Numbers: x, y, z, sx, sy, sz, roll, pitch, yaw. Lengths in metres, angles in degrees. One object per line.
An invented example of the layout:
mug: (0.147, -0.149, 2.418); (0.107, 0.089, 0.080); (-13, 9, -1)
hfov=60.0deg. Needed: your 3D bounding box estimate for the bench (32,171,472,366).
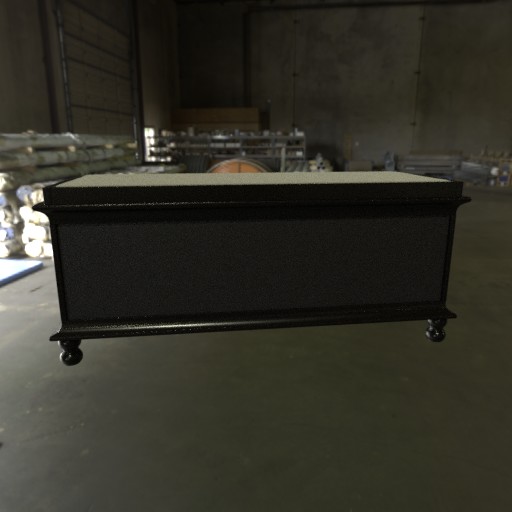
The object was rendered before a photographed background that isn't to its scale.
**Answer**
bench: (0.000, 0.000, 1.426); (1.185, 0.501, 0.402); (-2, 15, -7)
